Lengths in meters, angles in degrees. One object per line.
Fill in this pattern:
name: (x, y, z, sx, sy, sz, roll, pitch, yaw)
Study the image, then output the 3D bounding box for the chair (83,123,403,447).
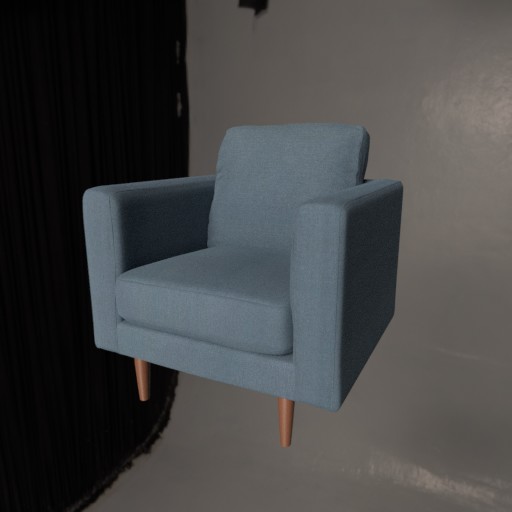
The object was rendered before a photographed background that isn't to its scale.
chair: (0.000, 0.000, 1.563, 0.855, 0.922, 0.820, 7, 15, 27)
